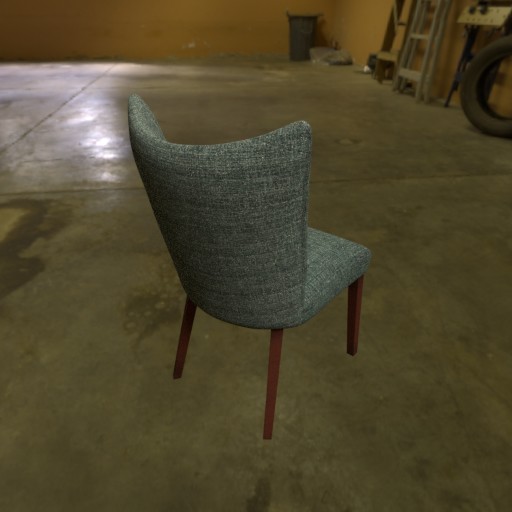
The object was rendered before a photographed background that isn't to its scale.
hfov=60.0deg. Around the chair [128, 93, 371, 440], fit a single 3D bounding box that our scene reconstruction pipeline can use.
[{"bbox_3d":[0.000,0.000,1.329,0.535,0.924,0.623,21,36,33],"label":"chair"}]
